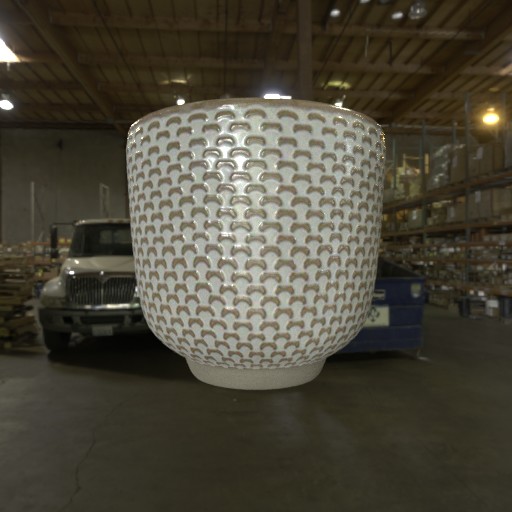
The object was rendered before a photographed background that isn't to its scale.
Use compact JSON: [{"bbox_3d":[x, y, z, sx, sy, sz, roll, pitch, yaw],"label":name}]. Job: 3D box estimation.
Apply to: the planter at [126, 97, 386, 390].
[{"bbox_3d":[0.000,0.000,0.247,0.139,0.130,0.139,0,0,0],"label":"planter"}]
